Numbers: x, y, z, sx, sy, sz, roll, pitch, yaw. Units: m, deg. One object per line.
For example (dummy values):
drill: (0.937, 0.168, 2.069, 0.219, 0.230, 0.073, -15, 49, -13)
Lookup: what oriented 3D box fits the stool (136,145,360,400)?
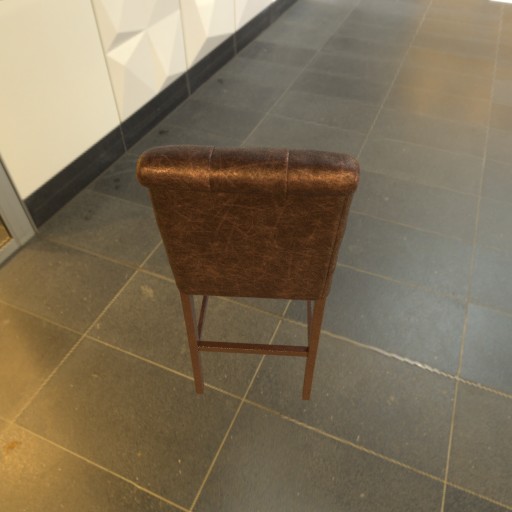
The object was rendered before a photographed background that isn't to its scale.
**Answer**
stool: (0.000, 0.000, 1.517, 0.483, 1.168, 0.659, 3, 46, 2)
